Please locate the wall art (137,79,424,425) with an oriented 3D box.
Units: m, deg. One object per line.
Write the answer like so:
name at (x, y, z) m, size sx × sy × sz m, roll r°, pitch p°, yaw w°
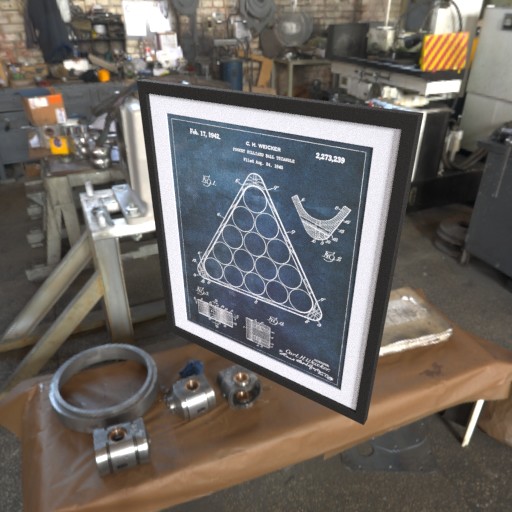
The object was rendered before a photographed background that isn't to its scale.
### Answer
wall art at (0.000, 0.000, 1.238) m, size 0.755 × 0.863 × 0.028 m, roll 18°, pitch 35°, yaw 29°
